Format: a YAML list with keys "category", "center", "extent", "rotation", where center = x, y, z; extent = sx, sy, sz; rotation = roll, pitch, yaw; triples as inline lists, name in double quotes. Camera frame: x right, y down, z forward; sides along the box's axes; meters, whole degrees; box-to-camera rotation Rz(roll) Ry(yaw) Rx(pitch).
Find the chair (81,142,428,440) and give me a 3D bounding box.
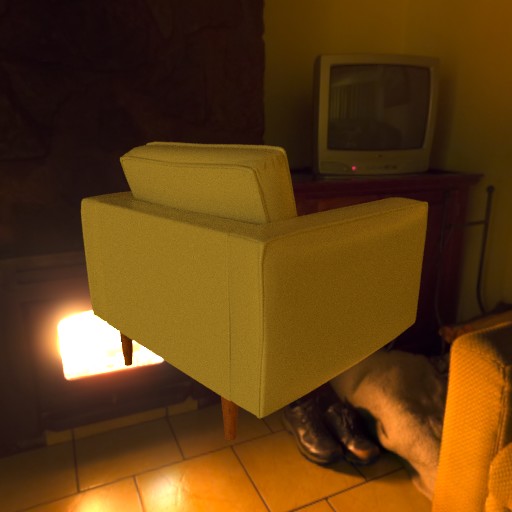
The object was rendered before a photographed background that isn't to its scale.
- category: "chair"
  center: [0.000, 0.000, 1.552]
  extent: [0.843, 0.773, 0.928]
  rotation: [-15, 21, -43]
